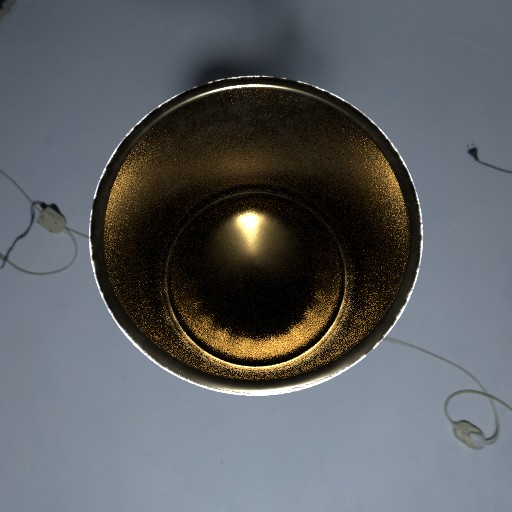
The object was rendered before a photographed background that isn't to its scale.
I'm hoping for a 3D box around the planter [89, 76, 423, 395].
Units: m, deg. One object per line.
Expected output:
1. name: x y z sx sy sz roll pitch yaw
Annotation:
1. planter: 0.000 0.000 0.307 0.178 0.157 0.178 0 76 0
